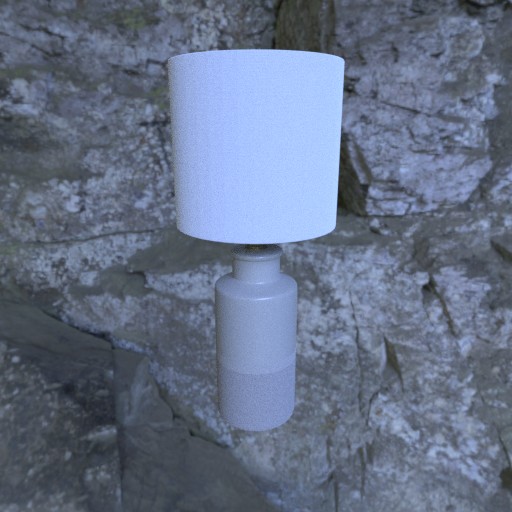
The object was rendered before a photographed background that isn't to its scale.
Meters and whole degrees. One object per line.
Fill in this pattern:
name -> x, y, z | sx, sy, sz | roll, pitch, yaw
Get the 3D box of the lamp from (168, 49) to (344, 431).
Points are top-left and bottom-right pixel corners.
lamp -> 0.000, 0.000, 0.612 | 0.212, 0.493, 0.212 | 3, 17, 10
